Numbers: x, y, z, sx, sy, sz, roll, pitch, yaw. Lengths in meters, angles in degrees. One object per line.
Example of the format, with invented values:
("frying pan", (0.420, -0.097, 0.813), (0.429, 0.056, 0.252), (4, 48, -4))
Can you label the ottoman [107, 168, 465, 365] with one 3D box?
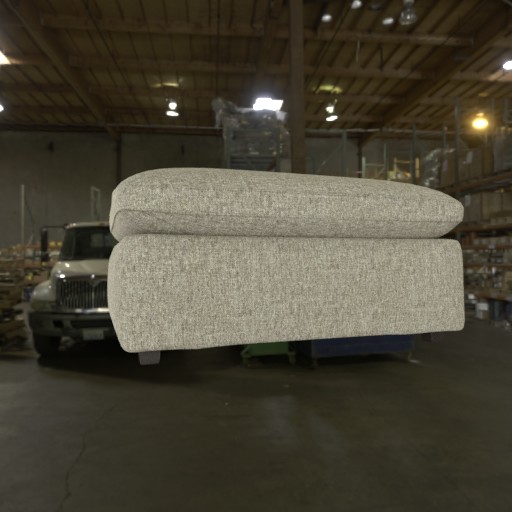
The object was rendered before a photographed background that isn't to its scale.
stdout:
("ottoman", (0.000, 0.000, 1.630), (1.035, 0.526, 1.039), (0, 0, -19))
